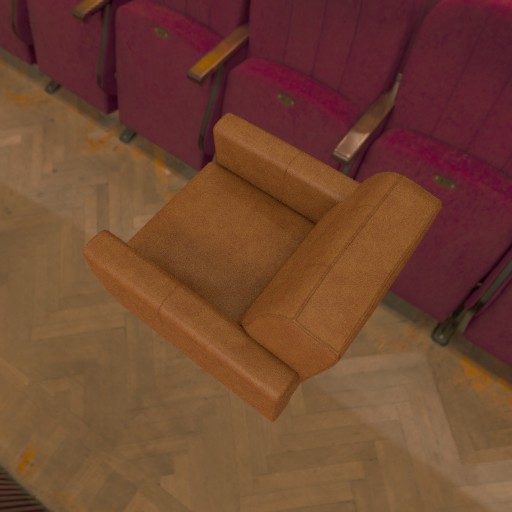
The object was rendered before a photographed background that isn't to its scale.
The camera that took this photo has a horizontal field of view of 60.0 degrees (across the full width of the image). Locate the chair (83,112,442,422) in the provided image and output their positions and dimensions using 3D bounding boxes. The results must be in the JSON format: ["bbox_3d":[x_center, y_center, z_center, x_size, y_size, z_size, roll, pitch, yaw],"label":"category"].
[{"bbox_3d":[0.000,0.000,1.682,0.942,0.968,0.845,34,67,16],"label":"chair"}]
